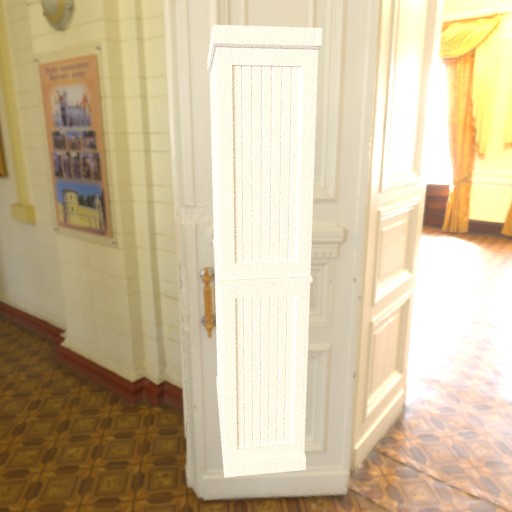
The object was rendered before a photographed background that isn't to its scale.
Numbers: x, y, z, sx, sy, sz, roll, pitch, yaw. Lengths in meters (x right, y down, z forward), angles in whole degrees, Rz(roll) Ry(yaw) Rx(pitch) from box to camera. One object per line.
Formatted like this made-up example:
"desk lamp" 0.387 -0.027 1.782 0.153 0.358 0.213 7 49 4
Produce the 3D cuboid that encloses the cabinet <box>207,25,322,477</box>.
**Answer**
"cabinet" 0.000 0.000 2.114 0.390 1.829 0.754 -2 16 -7
